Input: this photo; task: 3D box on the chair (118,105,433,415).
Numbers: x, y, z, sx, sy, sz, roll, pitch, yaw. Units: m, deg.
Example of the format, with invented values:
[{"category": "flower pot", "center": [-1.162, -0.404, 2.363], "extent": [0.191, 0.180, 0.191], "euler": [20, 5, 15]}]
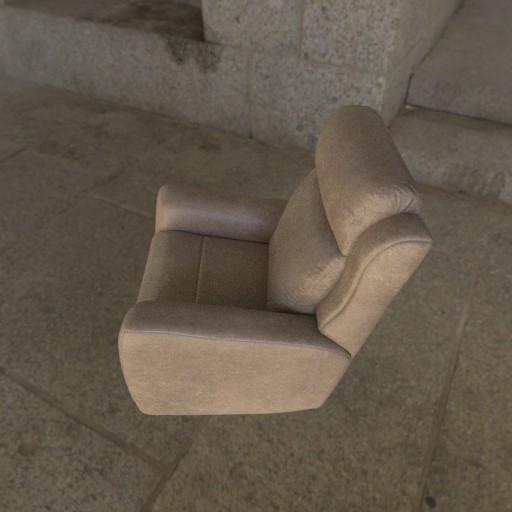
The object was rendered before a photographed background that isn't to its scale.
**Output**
[{"category": "chair", "center": [0.000, 0.000, 1.916], "extent": [1.068, 1.116, 0.967], "euler": [0, 42, 0]}]
